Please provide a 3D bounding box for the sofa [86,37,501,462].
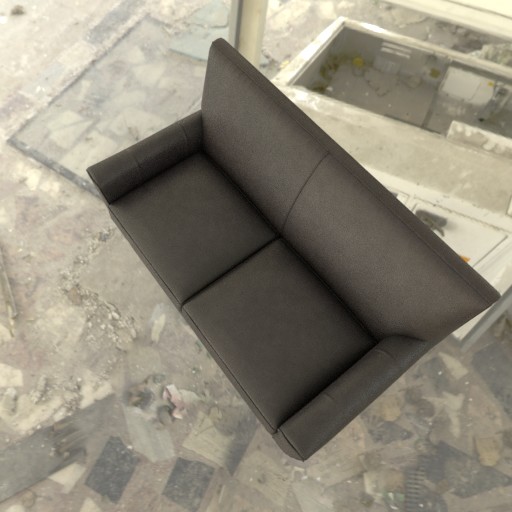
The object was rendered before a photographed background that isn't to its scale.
[{"bbox_3d":[0.000,0.000,1.896,0.787,0.871,1.473,-35,69,-16],"label":"sofa"}]
